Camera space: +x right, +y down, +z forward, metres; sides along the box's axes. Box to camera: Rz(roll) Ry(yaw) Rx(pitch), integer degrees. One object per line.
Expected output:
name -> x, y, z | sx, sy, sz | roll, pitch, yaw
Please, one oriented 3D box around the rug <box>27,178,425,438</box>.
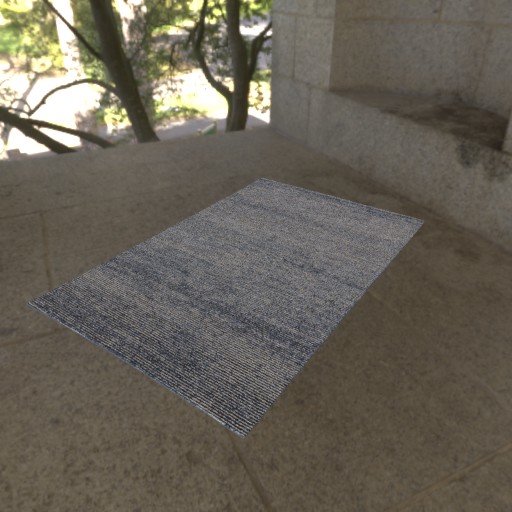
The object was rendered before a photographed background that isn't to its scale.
rug -> 0.000, 0.000, 2.186 | 1.135, 0.010, 1.740 | 20, 37, 30
